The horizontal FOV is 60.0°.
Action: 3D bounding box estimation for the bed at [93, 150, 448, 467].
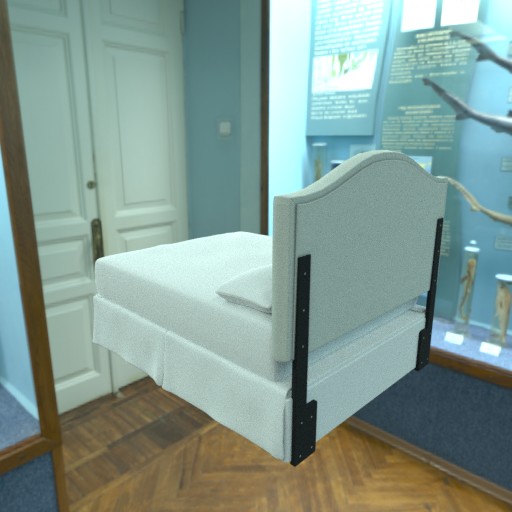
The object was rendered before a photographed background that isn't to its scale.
[{"bbox_3d":[0.000,0.000,3.421,2.180,1.607,1.813,14,20,43],"label":"bed"}]
